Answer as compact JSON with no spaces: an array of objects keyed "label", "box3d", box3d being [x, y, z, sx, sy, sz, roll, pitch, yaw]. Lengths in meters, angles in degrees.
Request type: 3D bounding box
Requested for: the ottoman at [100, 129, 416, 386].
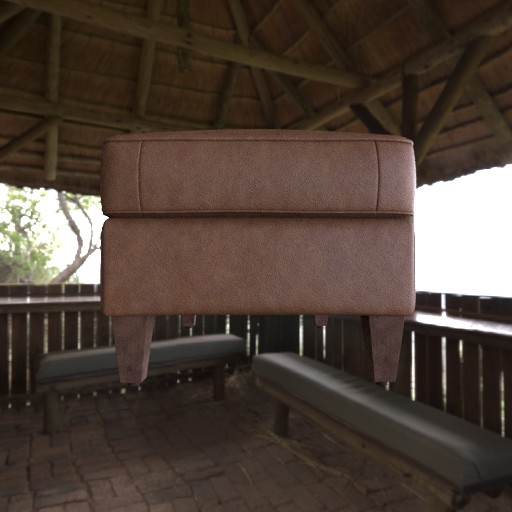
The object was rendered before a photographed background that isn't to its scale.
[{"label":"ottoman","box3d":[0.000,0.000,1.172,0.584,0.483,0.864,0,-1,-1]}]
